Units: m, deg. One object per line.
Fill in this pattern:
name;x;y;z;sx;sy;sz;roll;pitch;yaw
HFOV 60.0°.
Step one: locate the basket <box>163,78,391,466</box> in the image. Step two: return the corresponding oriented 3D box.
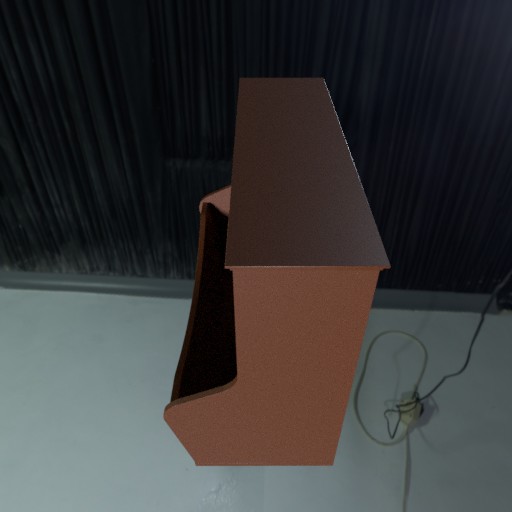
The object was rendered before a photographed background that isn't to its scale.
basket;0.000;0.000;1.125;0.376;0.625;0.792;0;40;0
